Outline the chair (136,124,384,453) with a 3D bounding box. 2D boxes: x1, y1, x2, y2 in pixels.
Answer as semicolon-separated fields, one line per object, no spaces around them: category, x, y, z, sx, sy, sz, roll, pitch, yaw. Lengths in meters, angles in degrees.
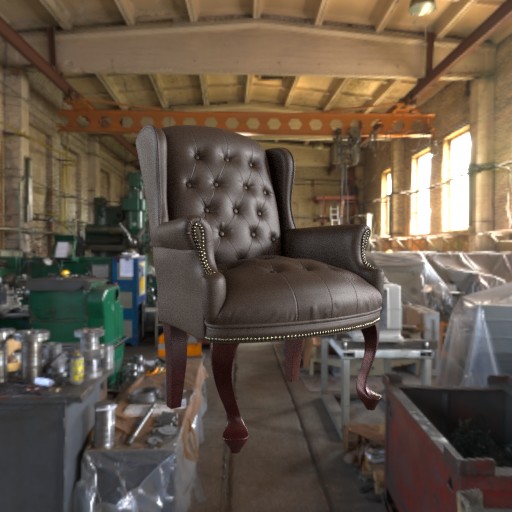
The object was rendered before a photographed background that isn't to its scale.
chair;0.000;0.000;1.714;0.829;1.132;0.819;0;1;-36
